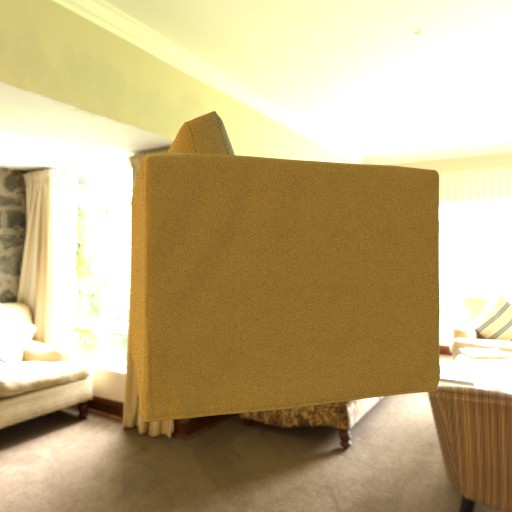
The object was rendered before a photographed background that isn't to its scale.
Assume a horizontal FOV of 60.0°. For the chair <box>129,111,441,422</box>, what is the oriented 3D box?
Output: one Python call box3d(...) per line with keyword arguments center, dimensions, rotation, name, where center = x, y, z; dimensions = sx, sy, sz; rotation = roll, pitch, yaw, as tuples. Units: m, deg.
box3d(center=(0.000, 0.000, 1.760), dimensions=(0.949, 0.863, 1.057), rotation=(0, 0, -18), name="chair")
